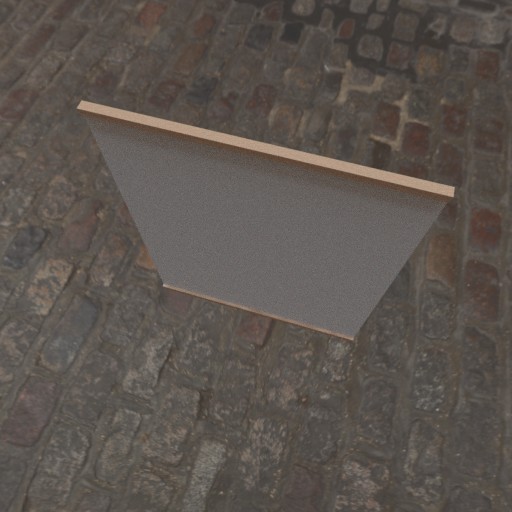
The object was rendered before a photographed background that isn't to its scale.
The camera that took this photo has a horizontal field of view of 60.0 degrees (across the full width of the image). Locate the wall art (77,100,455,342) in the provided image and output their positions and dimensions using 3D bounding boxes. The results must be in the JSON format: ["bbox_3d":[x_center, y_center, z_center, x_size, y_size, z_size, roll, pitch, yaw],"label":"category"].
[{"bbox_3d":[0.000,0.000,0.686,0.405,0.508,0.012,15,64,7],"label":"wall art"}]
